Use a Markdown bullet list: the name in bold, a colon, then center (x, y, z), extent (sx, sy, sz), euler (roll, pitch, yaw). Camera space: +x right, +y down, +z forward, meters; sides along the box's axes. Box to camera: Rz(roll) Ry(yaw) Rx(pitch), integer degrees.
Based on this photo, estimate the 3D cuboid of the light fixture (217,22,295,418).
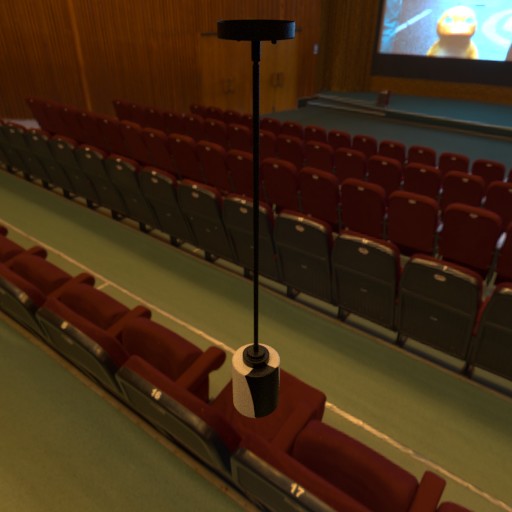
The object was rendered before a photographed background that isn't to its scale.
- **light fixture**: center (0.000, 0.000, 0.922), extent (0.123, 0.863, 0.123), euler (21, 37, 31)
